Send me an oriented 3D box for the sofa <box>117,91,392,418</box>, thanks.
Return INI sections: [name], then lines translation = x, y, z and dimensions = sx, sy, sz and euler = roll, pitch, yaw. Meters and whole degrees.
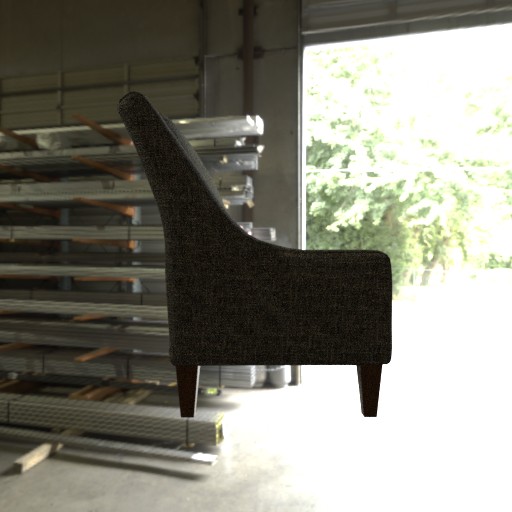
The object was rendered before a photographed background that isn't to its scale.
[sofa]
translation = 0.000, 0.000, 1.969
dimensions = 0.870, 1.021, 1.242
euler = 0, -1, 0
